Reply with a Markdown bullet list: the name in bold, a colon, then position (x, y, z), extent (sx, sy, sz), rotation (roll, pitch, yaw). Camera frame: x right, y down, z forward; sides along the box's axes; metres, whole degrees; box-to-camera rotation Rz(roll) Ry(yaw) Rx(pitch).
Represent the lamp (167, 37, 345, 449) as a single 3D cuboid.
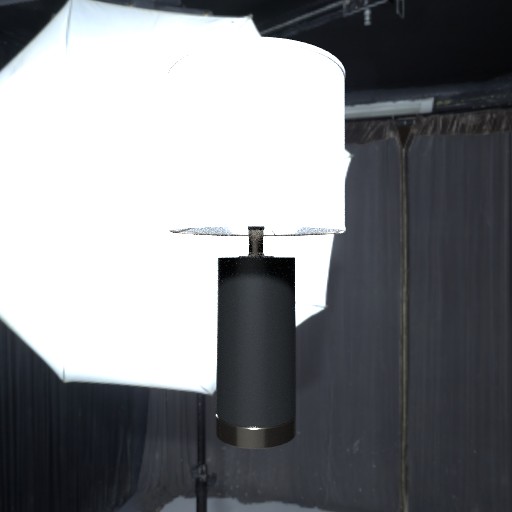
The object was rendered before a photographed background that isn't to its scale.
- **lamp**: position (0.000, 0.000, 0.608), extent (0.241, 0.482, 0.240), rotation (0, 0, 16)
